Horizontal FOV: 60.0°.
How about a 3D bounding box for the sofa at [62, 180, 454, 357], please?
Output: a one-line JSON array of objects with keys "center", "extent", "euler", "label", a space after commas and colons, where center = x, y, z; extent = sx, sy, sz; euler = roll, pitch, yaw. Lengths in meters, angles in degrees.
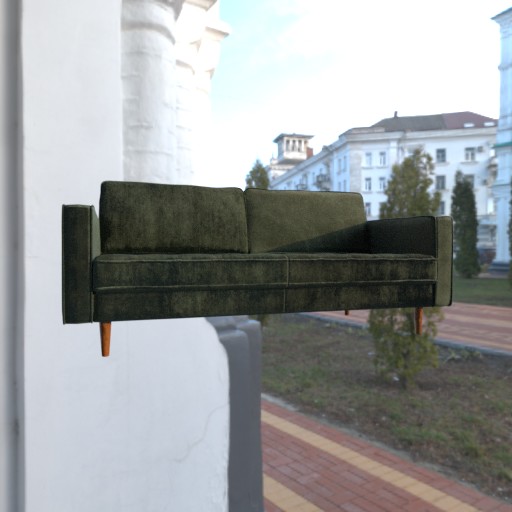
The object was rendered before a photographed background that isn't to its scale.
[{"center": [0.000, 0.000, 2.306], "extent": [1.816, 0.781, 0.886], "euler": [0, 1, -18], "label": "sofa"}]
